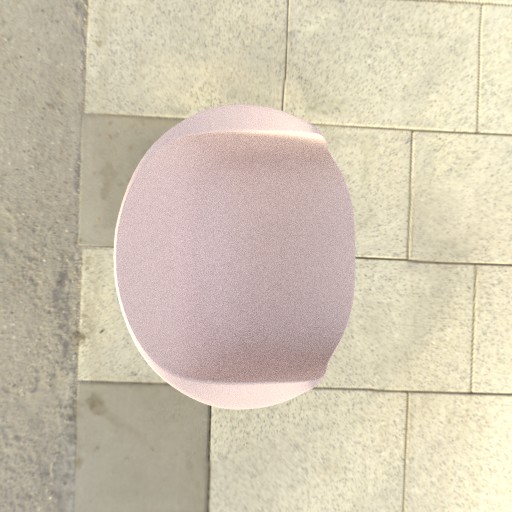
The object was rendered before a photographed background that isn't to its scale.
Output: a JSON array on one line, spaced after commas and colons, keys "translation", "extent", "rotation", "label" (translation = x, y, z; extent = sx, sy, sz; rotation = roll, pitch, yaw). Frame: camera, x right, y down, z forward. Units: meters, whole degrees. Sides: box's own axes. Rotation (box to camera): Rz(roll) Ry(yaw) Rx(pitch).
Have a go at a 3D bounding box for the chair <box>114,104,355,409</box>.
[{"translation": [0.000, 0.000, 1.152], "extent": [0.504, 0.781, 0.593], "rotation": [0, 90, -1], "label": "chair"}]
